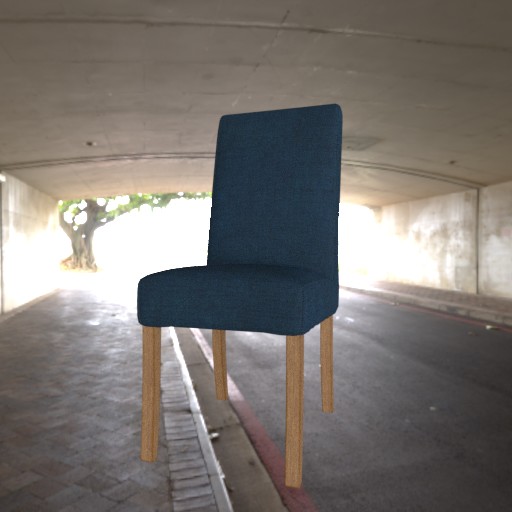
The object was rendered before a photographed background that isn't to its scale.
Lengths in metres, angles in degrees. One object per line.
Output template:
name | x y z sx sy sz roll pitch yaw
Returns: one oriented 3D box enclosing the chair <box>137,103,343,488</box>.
chair | 0.000 0.000 1.332 0.450 1.029 0.610 0 1 19
